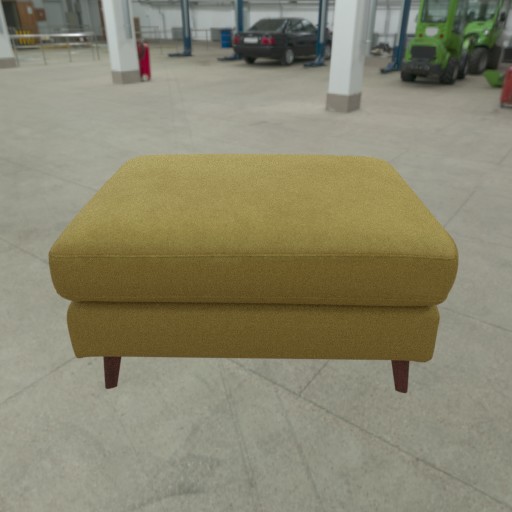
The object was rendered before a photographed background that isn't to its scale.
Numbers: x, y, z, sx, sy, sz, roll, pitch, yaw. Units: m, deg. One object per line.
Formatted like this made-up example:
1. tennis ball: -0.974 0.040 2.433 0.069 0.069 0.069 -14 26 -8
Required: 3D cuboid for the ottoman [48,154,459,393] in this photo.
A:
1. ottoman: 0.000 0.000 1.150 0.811 0.449 0.608 1 29 1
